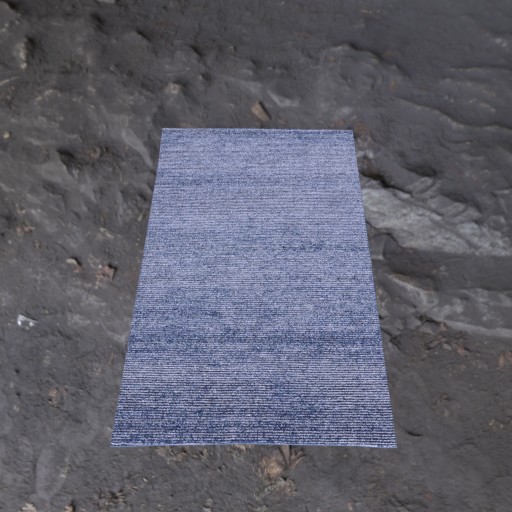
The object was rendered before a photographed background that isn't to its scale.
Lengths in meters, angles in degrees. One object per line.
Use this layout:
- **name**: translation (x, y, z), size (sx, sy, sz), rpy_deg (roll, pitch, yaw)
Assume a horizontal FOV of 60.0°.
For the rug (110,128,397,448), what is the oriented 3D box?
- **rug**: translation (0.000, 0.000, 2.212), size (1.145, 0.021, 1.777), rpy_deg (1, 59, 0)
